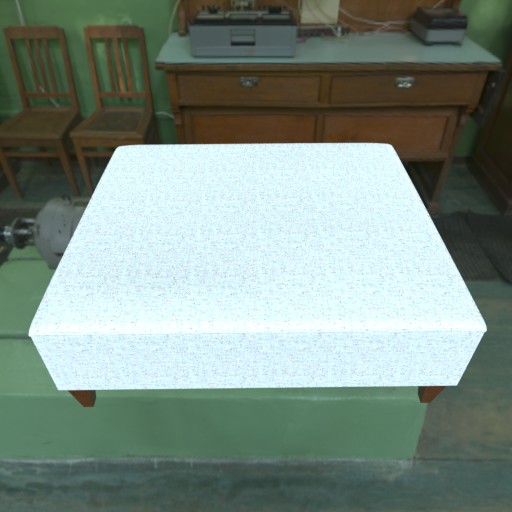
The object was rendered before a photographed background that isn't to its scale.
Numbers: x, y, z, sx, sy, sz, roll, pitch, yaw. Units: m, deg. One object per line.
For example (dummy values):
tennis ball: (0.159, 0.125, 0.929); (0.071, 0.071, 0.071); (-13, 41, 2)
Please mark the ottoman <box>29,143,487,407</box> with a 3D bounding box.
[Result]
ottoman: (0.000, 0.000, 1.164); (0.835, 0.303, 0.736); (-1, 41, -1)
